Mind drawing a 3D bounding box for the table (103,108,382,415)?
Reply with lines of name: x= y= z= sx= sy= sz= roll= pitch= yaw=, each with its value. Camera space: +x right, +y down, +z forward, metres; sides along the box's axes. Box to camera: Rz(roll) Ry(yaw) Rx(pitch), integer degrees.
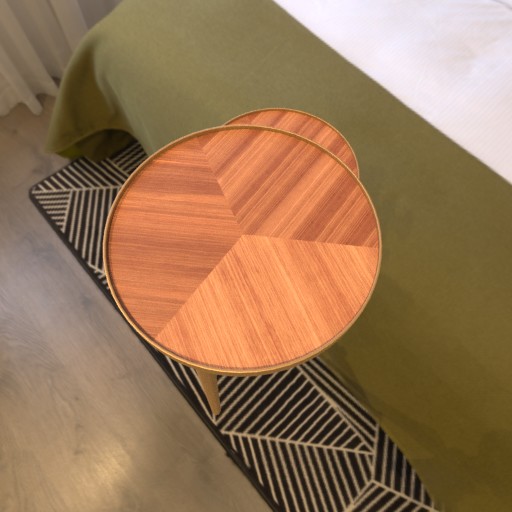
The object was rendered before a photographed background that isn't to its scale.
table: x=0.000 y=0.000 z=1.135 sx=0.532 sy=0.555 sz=0.751 roll=16 pitch=66 yaw=7
